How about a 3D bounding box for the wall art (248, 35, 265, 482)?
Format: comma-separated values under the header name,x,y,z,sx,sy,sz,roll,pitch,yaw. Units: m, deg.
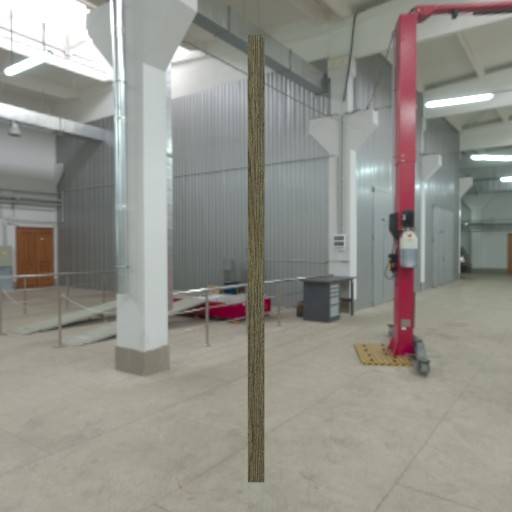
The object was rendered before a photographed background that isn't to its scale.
name,x,y,z,sx,sy,sz,roll,pitch,yaw
wall art,0.000,0.000,0.756,0.019,0.508,0.508,0,1,0
